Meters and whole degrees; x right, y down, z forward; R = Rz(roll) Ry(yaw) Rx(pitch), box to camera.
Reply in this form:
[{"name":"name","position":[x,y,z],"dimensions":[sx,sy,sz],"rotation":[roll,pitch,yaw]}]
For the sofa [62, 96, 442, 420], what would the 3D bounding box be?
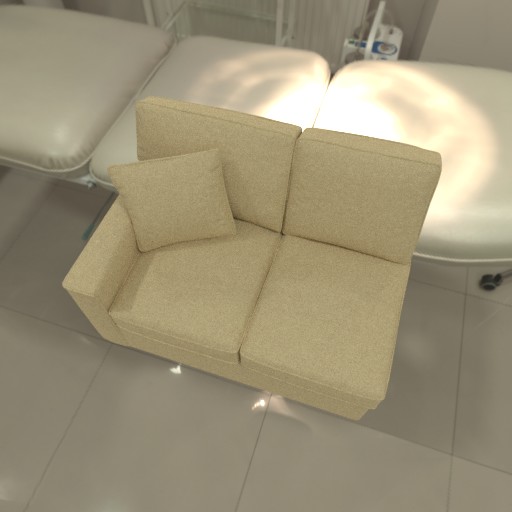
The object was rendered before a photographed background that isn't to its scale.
[{"name":"sofa","position":[0.000,0.000,2.072],"dimensions":[1.388,0.989,0.991],"rotation":[15,59,10]}]
